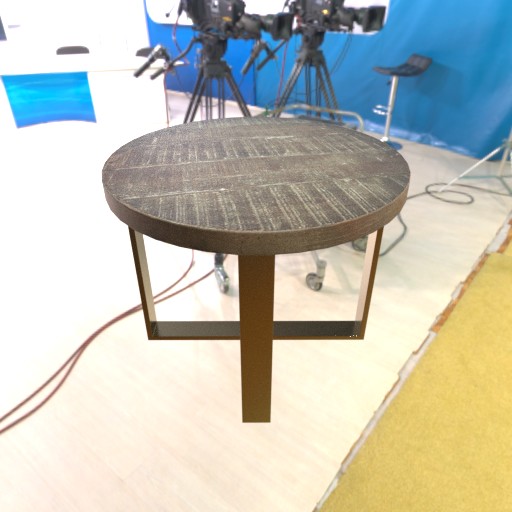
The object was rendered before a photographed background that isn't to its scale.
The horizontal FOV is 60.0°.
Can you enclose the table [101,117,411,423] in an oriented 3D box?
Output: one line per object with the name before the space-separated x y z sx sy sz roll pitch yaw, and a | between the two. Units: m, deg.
table | 0.000 0.000 0.950 0.557 0.437 0.557 0 33 0
